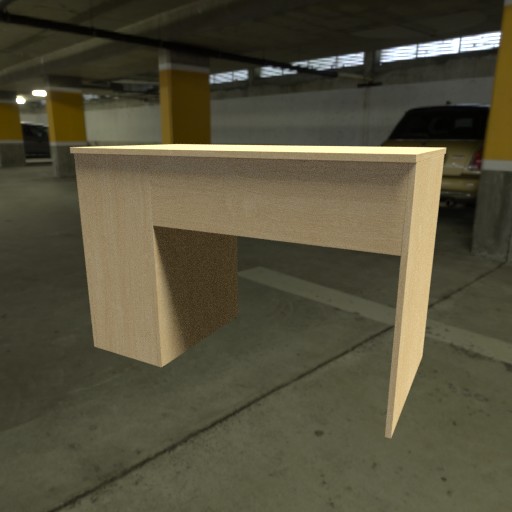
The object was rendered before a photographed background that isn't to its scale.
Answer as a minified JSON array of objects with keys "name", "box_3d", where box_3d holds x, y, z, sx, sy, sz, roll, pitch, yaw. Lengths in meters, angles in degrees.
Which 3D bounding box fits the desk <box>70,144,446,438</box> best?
[{"name":"desk","box_3d":[0.000,0.000,1.546,1.097,0.735,0.560,8,17,27]}]
